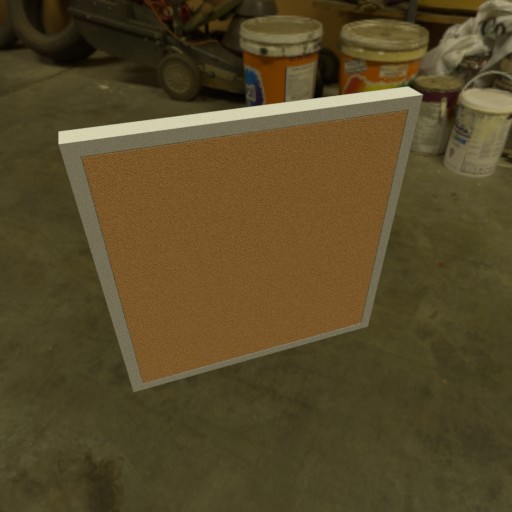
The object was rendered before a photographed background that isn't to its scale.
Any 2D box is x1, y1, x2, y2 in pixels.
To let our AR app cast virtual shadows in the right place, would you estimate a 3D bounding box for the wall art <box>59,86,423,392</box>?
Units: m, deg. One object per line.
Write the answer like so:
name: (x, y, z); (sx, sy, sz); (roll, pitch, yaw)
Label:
wall art: (0.000, 0.000, 0.761); (0.506, 0.506, 0.038); (-12, 41, -15)
